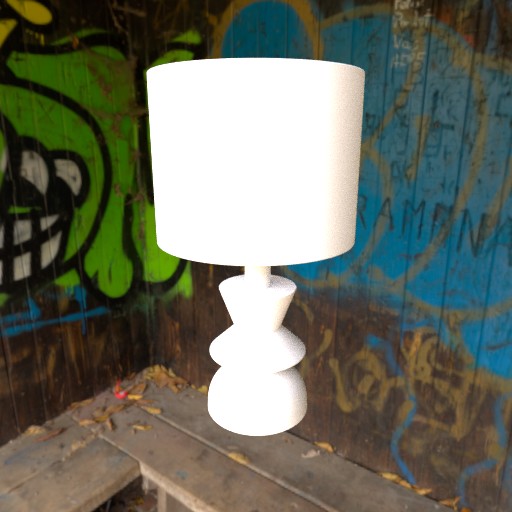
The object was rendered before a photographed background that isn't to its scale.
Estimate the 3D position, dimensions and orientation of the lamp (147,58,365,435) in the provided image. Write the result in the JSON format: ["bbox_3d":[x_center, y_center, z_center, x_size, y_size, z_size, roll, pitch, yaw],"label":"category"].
[{"bbox_3d":[0.000,0.000,0.700,0.301,0.533,0.301,2,16,8],"label":"lamp"}]
